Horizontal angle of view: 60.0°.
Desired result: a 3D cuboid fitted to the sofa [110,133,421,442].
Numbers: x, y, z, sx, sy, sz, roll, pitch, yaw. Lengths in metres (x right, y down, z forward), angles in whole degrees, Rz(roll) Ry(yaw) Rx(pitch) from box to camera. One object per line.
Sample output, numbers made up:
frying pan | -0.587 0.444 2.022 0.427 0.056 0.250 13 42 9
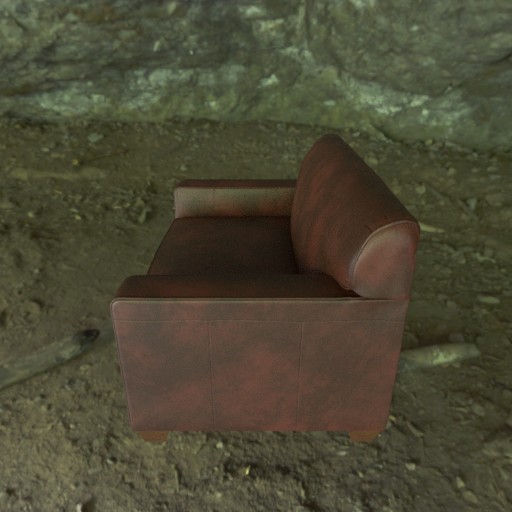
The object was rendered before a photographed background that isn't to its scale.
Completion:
sofa | 0.000 0.000 2.073 1.000 0.956 1.413 0 26 0
